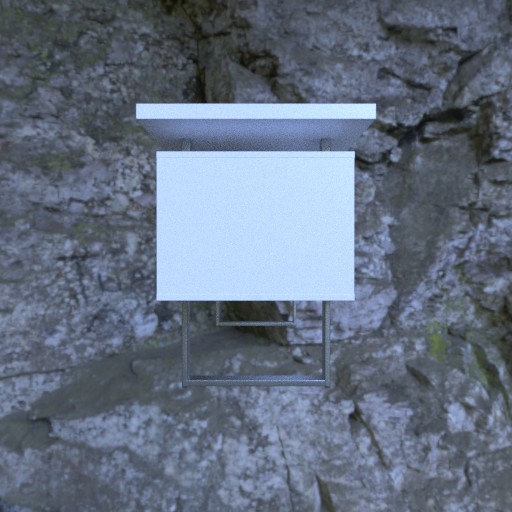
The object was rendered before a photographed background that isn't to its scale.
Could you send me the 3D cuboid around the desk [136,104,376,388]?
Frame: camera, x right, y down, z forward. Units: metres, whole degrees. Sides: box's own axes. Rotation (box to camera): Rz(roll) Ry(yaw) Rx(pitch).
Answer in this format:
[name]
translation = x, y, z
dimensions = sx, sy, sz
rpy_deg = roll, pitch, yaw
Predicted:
[desk]
translation = 0.000, 0.000, 1.879
dimensions = 0.603, 0.773, 1.530
rpy_deg = 0, 0, 0
